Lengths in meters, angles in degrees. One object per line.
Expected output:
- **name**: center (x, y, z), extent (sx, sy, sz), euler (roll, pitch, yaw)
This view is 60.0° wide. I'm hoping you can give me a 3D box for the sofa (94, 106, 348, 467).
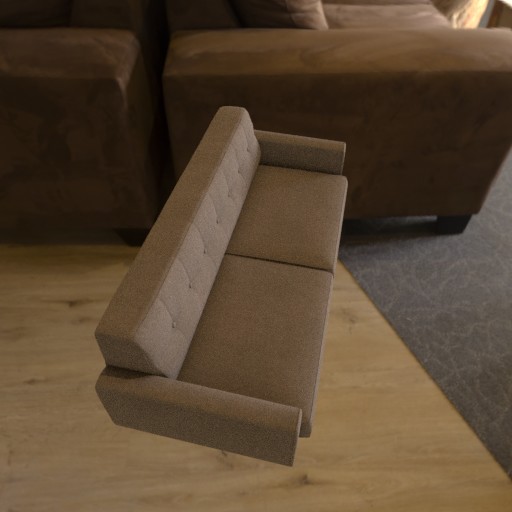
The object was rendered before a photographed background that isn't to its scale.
- **sofa**: center (0.000, 0.000, 2.523), extent (0.909, 0.841, 2.029), euler (10, 48, 9)
